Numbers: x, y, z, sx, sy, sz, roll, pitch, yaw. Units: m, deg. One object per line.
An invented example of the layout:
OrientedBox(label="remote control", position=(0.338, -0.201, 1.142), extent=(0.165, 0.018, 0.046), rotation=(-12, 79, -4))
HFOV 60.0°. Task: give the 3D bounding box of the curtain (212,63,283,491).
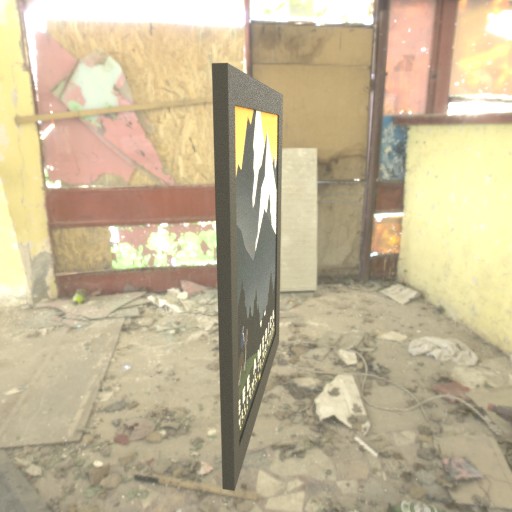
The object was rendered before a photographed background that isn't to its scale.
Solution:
OrientedBox(label="curtain", position=(0.000, 0.000, 0.805), extent=(0.027, 0.585, 0.483), rotation=(3, 16, 10))
